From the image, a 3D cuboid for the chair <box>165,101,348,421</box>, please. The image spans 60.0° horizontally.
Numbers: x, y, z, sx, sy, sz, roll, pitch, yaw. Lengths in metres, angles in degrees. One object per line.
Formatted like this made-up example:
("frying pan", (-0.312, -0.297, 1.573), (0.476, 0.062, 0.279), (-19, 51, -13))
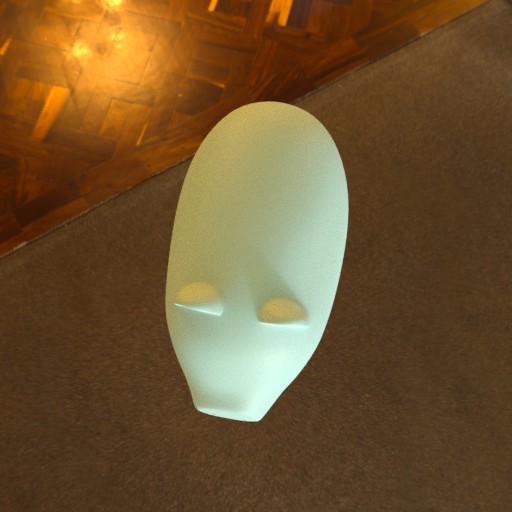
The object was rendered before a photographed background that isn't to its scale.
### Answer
("chair", (0.000, 0.000, 0.878), (0.364, 0.423, 0.619), (9, 75, 2))
